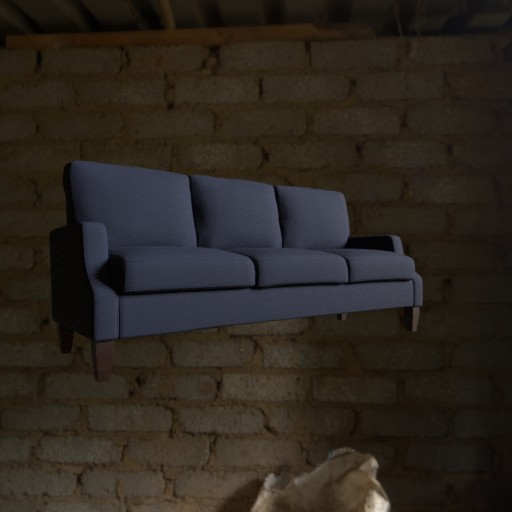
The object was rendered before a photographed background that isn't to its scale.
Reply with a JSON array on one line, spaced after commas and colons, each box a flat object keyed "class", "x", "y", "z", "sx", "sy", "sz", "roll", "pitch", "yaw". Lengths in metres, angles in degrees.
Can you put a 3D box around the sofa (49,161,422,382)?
[{"class": "sofa", "x": 0.000, "y": 0.000, "z": 2.624, "sx": 2.115, "sy": 0.984, "sz": 0.888, "roll": 0, "pitch": 0, "yaw": -36}]
